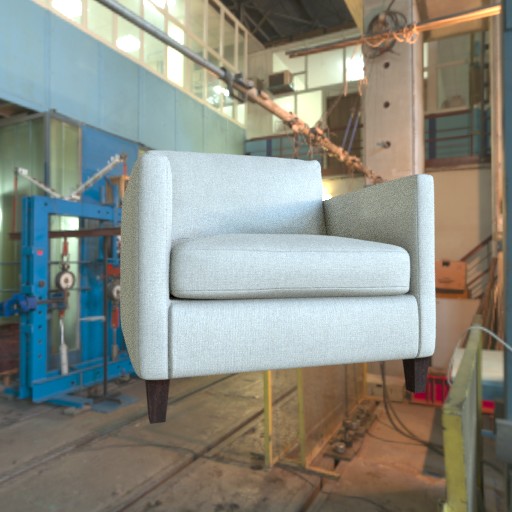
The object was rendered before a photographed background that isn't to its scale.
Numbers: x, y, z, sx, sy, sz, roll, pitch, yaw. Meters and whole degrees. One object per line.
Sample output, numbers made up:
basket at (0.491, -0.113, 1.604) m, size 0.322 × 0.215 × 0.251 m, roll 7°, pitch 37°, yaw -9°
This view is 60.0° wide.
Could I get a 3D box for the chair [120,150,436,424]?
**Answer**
chair at (0.000, 0.000, 1.741) m, size 0.996 × 0.919 × 0.959 m, roll 0°, pitch -1°, yaw -19°
